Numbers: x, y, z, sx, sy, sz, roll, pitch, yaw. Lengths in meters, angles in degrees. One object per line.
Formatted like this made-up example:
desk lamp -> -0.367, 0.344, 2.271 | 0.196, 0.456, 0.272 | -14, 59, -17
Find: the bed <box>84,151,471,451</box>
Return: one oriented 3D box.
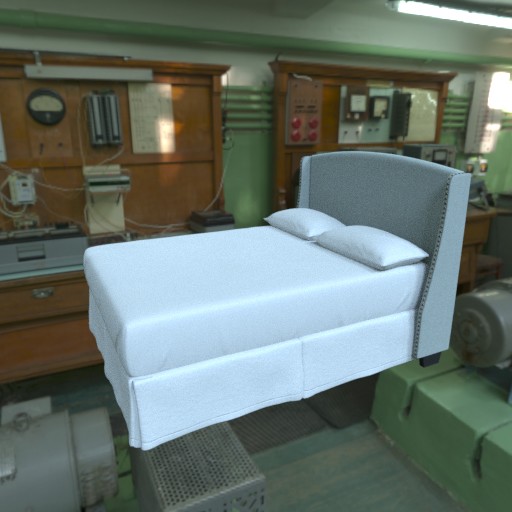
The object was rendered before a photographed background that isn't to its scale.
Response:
bed -> 0.000, 0.000, 3.213 | 2.237, 1.407, 1.710 | -8, 19, -26
